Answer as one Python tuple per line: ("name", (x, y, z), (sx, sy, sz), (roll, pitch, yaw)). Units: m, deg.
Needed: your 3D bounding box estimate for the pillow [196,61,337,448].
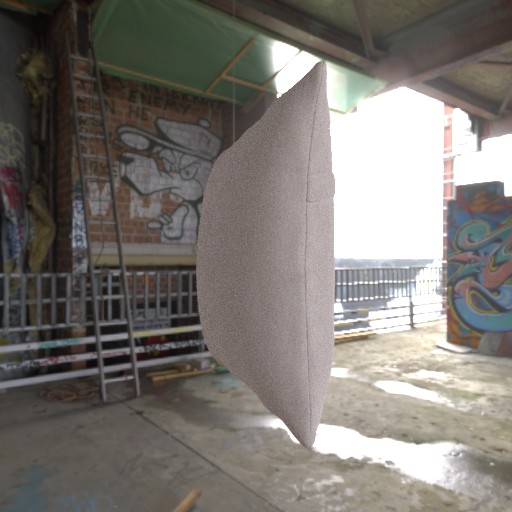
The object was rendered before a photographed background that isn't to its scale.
("pillow", (0.000, 0.000, 0.696), (0.173, 0.436, 0.433), (0, 0, -18))
